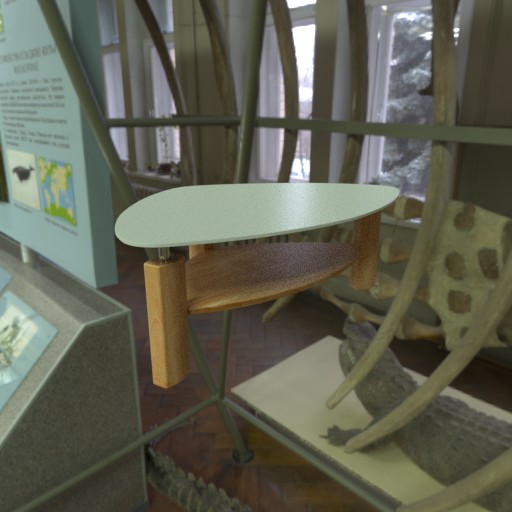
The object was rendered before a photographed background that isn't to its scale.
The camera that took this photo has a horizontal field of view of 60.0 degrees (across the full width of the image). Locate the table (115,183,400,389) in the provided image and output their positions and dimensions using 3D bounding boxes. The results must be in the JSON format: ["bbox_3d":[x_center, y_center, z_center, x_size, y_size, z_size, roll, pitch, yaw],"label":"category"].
[{"bbox_3d":[0.000,0.000,1.694,1.250,0.440,0.850,-17,24,-42],"label":"table"}]
